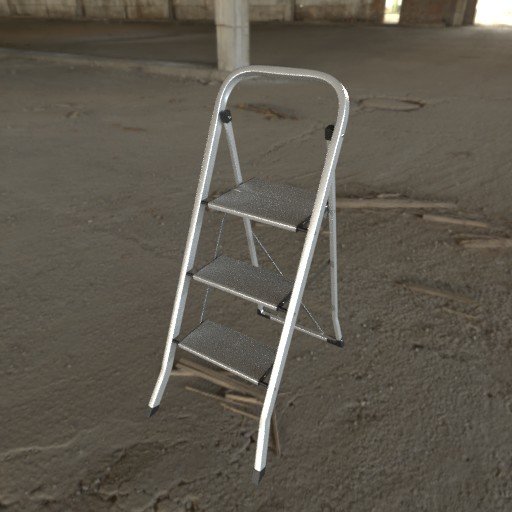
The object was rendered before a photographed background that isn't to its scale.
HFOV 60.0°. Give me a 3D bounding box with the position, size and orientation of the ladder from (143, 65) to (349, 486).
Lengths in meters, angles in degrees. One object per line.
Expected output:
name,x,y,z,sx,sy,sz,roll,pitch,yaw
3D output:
ladder,0.000,0.000,1.393,0.465,1.070,0.704,18,35,28
